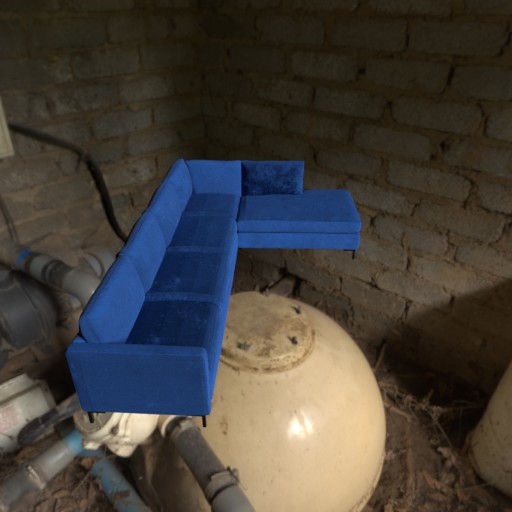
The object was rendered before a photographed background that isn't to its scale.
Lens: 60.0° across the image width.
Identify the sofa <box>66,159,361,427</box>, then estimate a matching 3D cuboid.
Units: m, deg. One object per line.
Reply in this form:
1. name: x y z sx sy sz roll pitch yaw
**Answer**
1. sofa: 0.000 0.000 3.183 1.707 0.687 2.486 1 30 2
